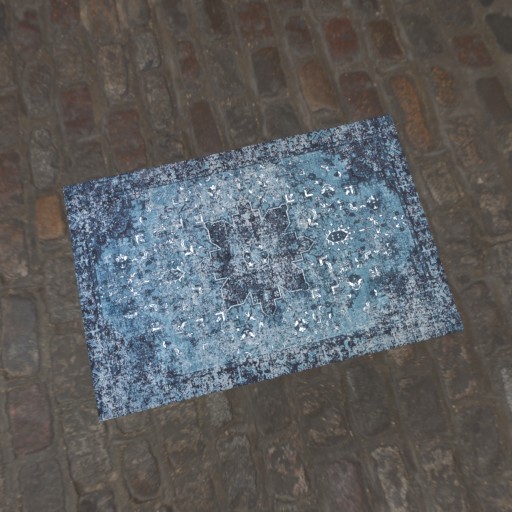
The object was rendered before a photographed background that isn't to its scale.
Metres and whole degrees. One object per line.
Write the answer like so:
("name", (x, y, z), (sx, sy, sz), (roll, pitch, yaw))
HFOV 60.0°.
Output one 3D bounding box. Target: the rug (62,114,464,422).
("rug", (0.000, 0.000, 2.279), (1.828, 0.005, 1.219), (-13, 78, -3))
